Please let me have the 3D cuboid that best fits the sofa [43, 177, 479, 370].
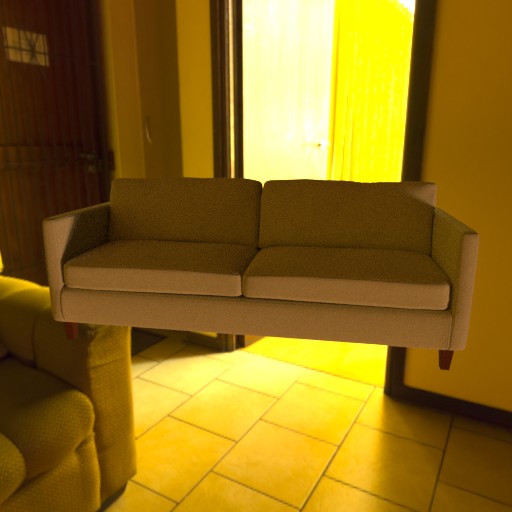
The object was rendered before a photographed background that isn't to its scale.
[{"bbox_3d":[0.000,0.000,2.883,2.434,0.965,0.948,3,14,10],"label":"sofa"}]
